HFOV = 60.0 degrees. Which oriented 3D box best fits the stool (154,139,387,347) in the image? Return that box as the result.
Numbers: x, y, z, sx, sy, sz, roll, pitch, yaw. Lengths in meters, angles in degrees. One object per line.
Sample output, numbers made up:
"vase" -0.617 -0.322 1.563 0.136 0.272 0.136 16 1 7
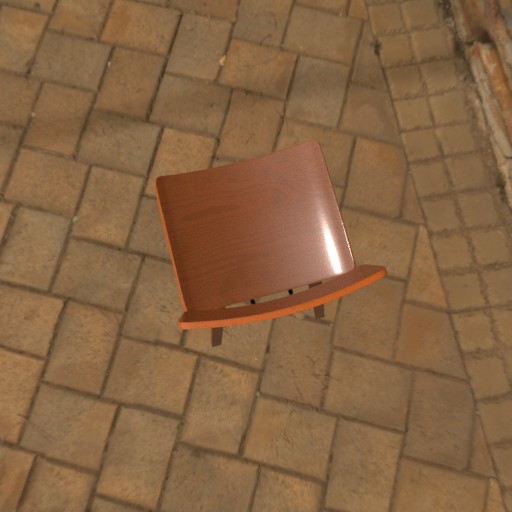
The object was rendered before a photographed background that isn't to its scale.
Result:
"stool" 0.000 0.000 1.259 0.509 0.969 0.440 -15 77 -3
